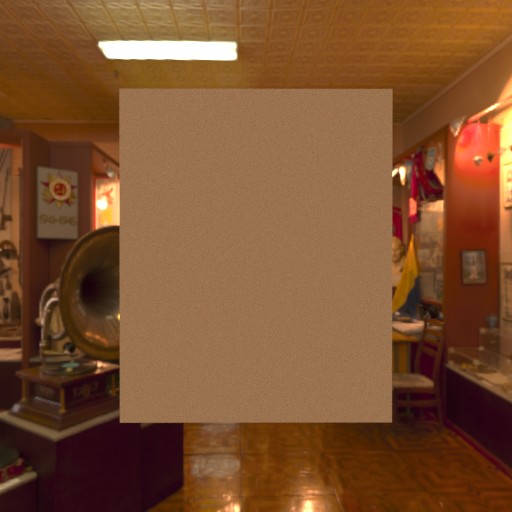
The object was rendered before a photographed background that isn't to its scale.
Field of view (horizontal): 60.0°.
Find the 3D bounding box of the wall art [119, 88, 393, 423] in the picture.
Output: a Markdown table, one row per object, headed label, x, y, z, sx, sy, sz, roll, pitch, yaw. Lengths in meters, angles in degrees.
| label | x | y | z | sx | sy | sz | roll | pitch | yaw |
| --- | --- | --- | --- | --- | --- | --- | --- | --- | --- |
| wall art | 0.000 | 0.000 | 0.752 | 0.451 | 0.553 | 0.039 | 0 | 0 | 0 |
